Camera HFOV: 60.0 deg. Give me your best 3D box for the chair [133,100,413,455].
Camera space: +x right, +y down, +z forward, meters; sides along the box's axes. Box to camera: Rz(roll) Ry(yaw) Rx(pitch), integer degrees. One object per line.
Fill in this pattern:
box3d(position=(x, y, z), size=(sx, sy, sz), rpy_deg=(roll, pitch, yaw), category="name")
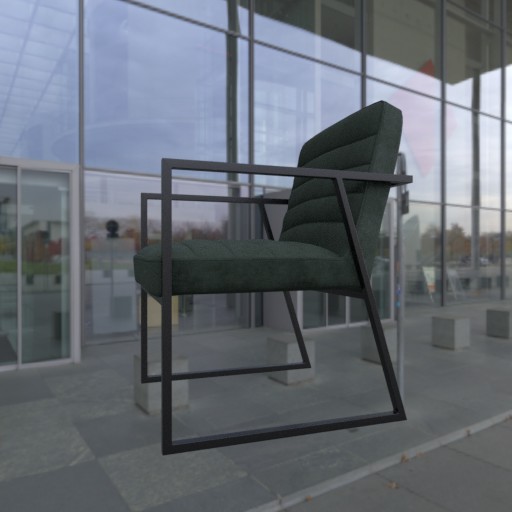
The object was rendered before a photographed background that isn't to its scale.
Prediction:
box3d(position=(0.000, 0.000, 1.294), size=(0.677, 0.833, 0.571), rpy_deg=(0, 0, -19), category="chair")
